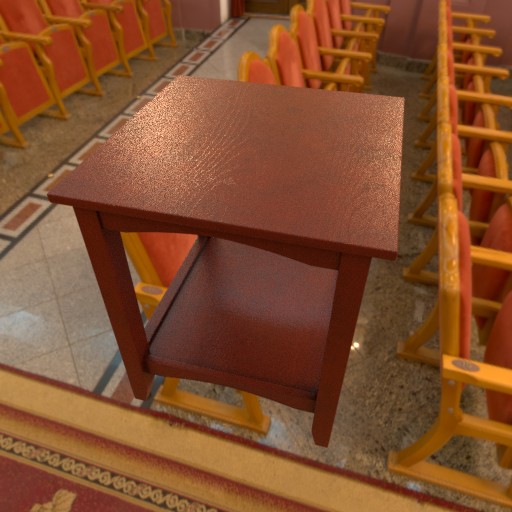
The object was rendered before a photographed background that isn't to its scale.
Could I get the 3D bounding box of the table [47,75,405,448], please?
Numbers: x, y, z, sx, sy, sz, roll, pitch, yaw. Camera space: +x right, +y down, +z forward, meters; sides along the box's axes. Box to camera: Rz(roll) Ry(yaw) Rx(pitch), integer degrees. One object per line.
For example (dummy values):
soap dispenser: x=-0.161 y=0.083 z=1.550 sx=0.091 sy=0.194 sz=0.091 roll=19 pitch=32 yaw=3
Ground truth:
table: x=0.000 y=0.000 z=0.965 sx=0.522 sy=0.558 sz=0.523 roll=12 pitch=43 yaw=13
